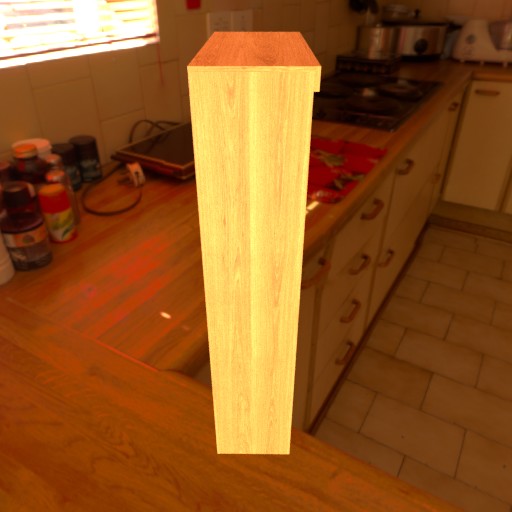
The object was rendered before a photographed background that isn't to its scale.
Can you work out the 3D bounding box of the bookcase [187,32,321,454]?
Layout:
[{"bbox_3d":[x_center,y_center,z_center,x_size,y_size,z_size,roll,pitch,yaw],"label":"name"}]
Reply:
[{"bbox_3d":[0.000,0.000,2.332,0.420,2.020,0.950,0,33,1],"label":"bookcase"}]
